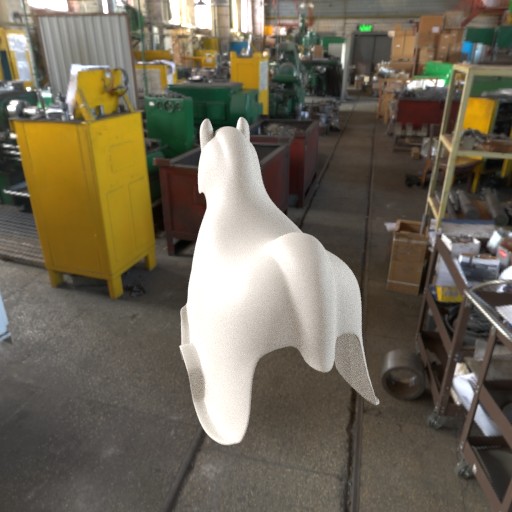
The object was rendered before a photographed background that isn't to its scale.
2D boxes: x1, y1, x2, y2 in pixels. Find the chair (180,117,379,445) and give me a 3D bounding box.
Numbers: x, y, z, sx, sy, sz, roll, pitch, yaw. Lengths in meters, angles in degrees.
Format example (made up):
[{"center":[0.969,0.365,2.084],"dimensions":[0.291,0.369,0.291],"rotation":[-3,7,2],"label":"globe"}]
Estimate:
[{"center":[0.000,0.000,1.136],"dimensions":[0.429,0.612,0.800],"rotation":[-8,27,-17],"label":"chair"}]
